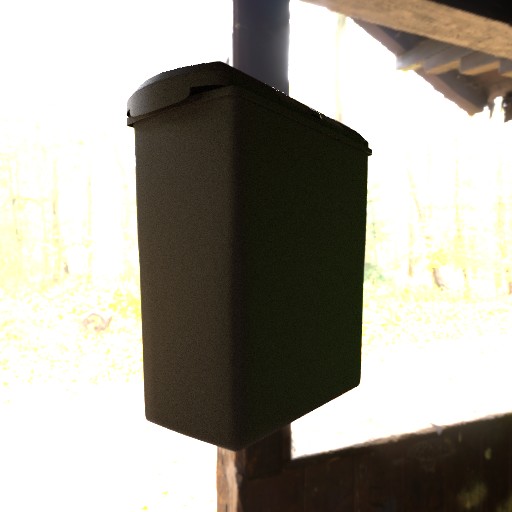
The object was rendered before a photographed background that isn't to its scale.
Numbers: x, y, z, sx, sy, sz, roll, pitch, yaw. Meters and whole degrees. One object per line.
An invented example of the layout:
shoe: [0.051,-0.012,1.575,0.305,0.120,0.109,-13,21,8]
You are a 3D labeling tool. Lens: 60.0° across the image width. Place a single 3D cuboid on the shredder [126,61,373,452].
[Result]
shredder: [0.000,0.000,0.516,0.170,0.335,0.320,0,0,38]
